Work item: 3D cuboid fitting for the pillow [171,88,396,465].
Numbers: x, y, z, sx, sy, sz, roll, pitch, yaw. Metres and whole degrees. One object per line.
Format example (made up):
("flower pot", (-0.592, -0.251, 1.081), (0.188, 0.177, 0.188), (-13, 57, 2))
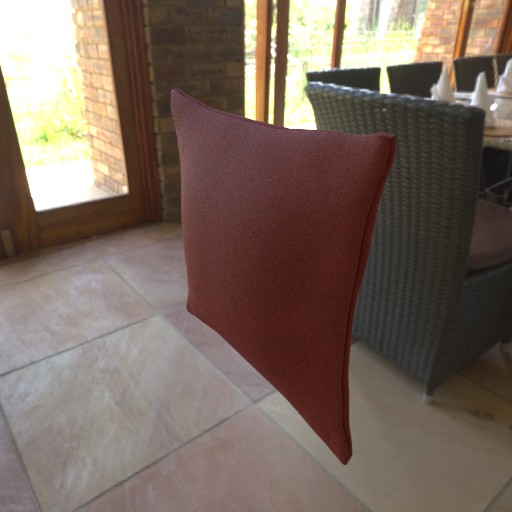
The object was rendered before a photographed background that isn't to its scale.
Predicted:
("pillow", (0.000, 0.000, 0.634), (0.151, 0.416, 0.435), (-18, 32, -31))
